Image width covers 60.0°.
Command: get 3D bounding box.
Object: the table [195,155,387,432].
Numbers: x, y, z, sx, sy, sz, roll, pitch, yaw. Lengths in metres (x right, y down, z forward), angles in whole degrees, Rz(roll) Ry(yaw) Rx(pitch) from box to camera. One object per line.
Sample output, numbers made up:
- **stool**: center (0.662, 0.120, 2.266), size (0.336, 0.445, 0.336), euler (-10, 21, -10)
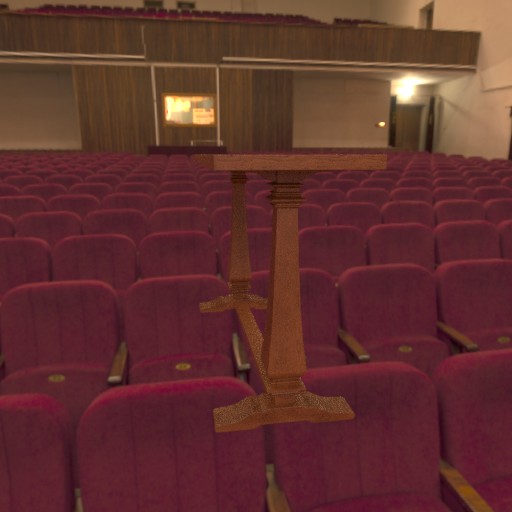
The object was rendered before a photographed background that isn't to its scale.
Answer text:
- **table**: center (0.000, 0.000, 1.913), size (0.461, 0.852, 1.478), euler (-2, 13, -9)
